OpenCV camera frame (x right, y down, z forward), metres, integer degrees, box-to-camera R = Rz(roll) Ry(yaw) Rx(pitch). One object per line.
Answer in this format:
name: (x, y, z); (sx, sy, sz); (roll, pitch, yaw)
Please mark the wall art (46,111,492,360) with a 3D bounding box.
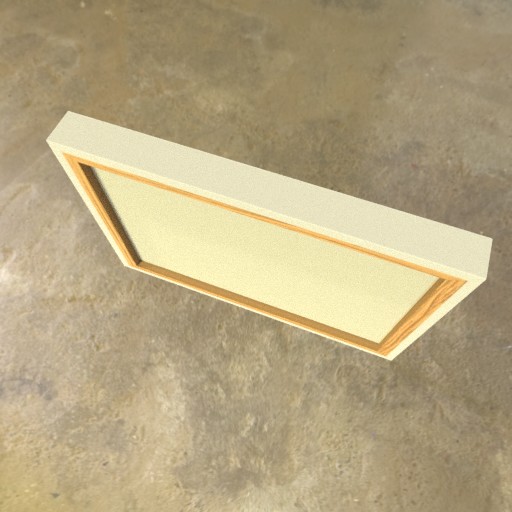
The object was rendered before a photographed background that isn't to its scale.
wall art: (0.000, 0.000, 0.484); (0.381, 0.259, 0.038); (19, 65, 9)
